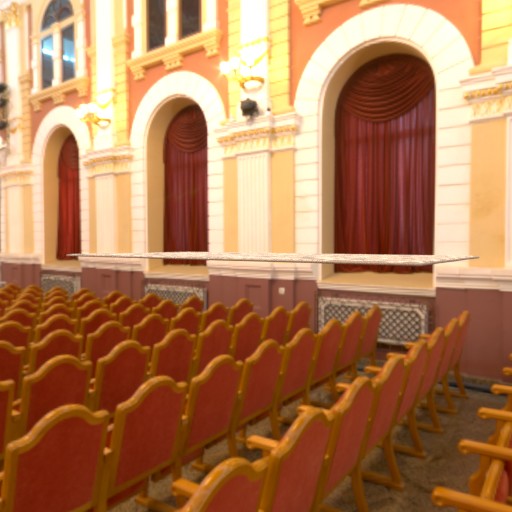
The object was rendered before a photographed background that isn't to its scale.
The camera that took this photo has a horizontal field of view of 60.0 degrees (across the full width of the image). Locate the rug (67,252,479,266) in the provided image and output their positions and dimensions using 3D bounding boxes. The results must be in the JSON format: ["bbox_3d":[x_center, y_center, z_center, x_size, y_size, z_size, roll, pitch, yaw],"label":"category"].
[{"bbox_3d":[0.000,0.000,1.446,1.219,0.007,0.604,1,2,36],"label":"rug"}]
